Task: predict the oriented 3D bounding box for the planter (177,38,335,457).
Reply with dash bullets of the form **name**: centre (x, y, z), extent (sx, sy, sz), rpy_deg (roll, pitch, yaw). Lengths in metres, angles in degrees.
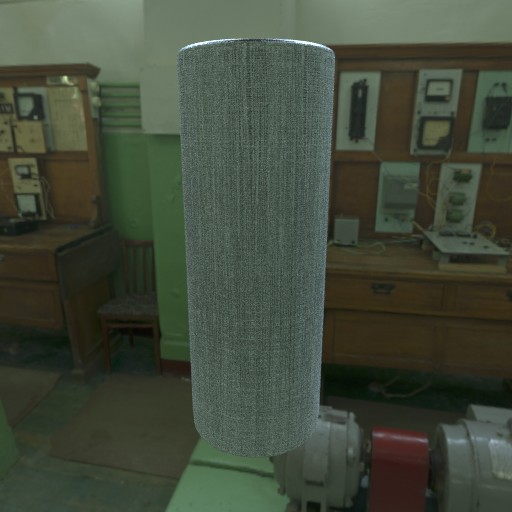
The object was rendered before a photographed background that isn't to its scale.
- **planter**: centre (0.000, 0.000, 0.321), extent (0.100, 0.270, 0.100), rpy_deg (3, 16, 10)
